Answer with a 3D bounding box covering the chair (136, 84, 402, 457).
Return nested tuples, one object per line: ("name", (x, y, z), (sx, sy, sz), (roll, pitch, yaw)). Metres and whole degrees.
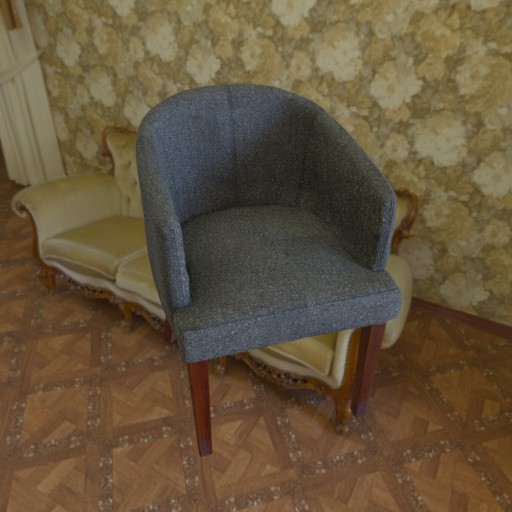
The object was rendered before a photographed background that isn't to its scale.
("chair", (0.000, 0.000, 1.250), (0.583, 0.811, 0.655), (-9, 33, -14))
